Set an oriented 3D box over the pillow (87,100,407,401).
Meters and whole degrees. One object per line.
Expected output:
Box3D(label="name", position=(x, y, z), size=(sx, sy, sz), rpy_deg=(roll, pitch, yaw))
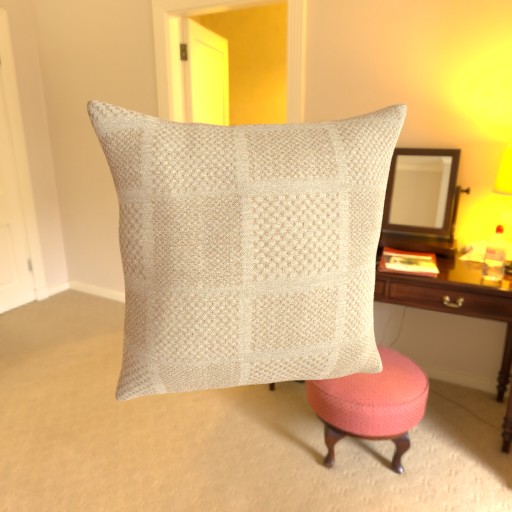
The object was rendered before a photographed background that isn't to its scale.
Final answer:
Box3D(label="pillow", position=(0.000, 0.000, 0.656), size=(0.436, 0.432, 0.138), rpy_deg=(-3, 17, -10))
